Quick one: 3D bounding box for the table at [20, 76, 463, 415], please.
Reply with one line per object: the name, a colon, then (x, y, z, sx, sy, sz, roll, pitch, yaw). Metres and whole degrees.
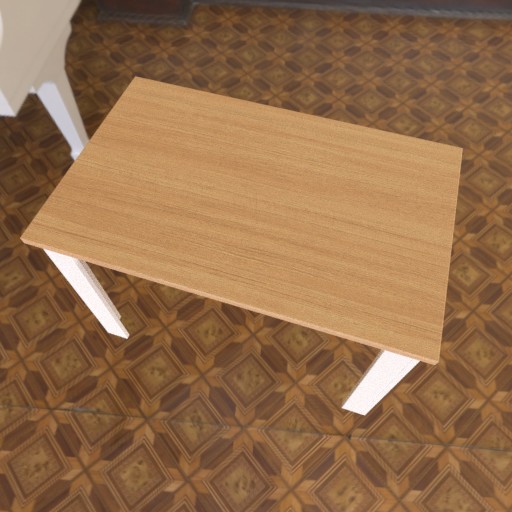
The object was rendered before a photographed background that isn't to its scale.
table: (0.000, 0.000, 1.581, 1.100, 0.734, 0.700, 15, 60, 9)
